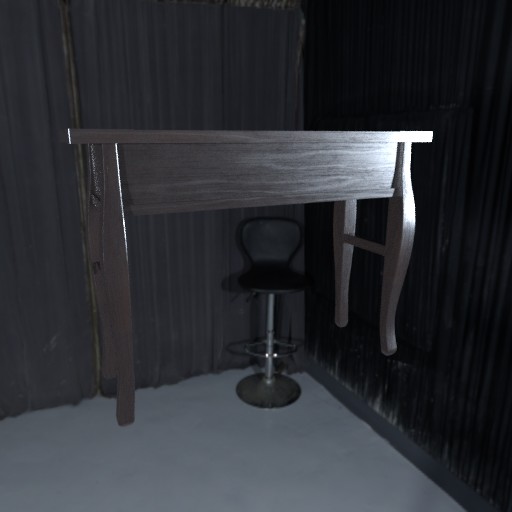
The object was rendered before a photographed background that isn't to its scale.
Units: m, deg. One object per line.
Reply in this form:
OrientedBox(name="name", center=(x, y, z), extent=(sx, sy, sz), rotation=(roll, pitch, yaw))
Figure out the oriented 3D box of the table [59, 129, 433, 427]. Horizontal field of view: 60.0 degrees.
OrientedBox(name="table", center=(0.000, 0.000, 1.418), extent=(1.062, 0.768, 0.373), rotation=(-7, 17, -25))
